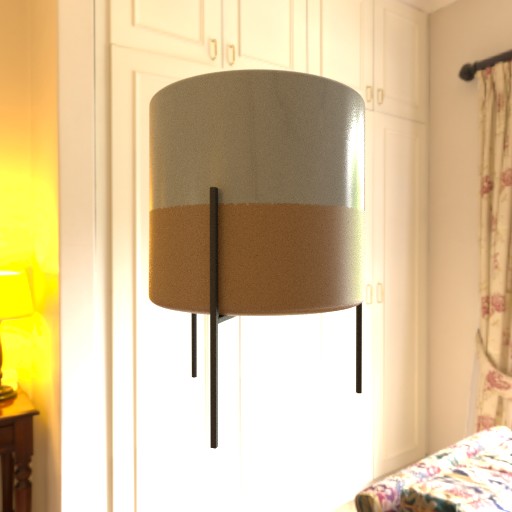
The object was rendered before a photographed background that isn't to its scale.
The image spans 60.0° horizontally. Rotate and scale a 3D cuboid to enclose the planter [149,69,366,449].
[{"bbox_3d":[0.000,0.000,0.725,0.348,0.480,0.360,0,1,17],"label":"planter"}]
